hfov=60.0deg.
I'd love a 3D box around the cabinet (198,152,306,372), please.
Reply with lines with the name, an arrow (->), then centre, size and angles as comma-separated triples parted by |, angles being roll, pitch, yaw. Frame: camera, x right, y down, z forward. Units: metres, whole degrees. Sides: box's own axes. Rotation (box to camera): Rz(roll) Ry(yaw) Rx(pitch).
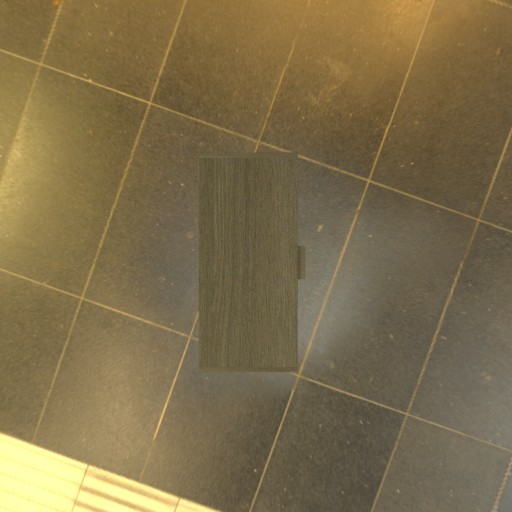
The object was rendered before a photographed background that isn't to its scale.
cabinet -> 0.000, 0.000, 1.863 | 0.255, 1.630, 0.520 | 0, 91, 1
